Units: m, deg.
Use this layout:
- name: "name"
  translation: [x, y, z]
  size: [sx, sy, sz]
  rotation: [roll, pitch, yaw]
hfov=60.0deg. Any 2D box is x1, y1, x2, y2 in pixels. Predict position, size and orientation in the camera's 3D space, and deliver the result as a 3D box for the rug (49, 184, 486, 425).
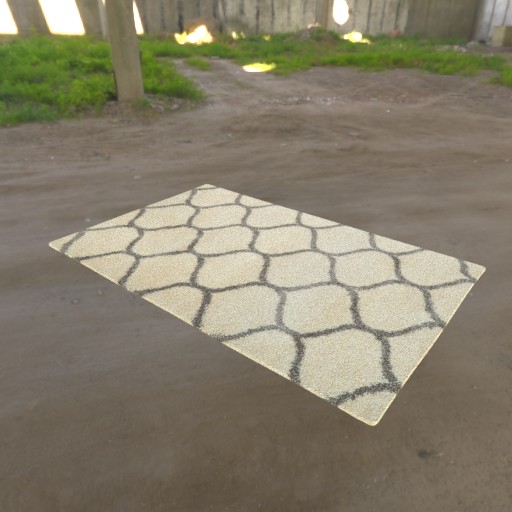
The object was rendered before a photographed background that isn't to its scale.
- name: "rug"
  translation: [0.000, 0.000, 2.801]
  size: [2.348, 0.024, 1.501]
  rotation: [21, 35, 34]
